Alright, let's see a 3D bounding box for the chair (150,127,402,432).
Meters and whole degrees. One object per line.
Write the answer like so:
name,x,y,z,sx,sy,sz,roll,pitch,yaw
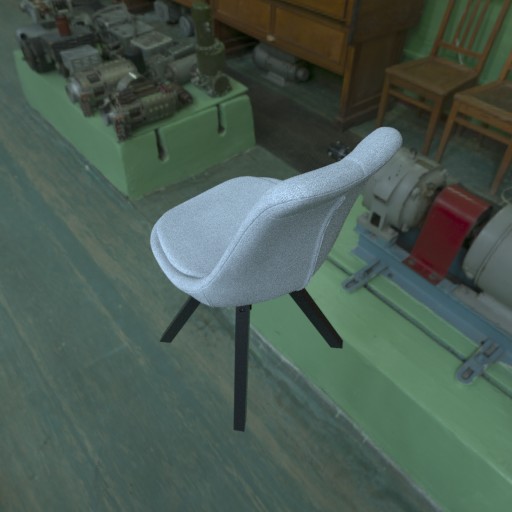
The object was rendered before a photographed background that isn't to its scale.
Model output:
chair,0.000,0.000,1.172,0.485,0.850,0.550,-32,54,-28
